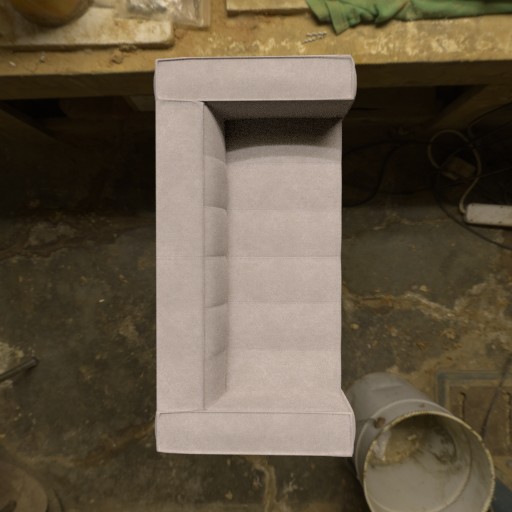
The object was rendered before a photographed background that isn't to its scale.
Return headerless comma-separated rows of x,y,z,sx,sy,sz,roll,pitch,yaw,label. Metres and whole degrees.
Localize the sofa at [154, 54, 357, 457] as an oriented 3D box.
0.000,0.000,2.505,1.038,0.680,1.995,0,91,1,sofa
